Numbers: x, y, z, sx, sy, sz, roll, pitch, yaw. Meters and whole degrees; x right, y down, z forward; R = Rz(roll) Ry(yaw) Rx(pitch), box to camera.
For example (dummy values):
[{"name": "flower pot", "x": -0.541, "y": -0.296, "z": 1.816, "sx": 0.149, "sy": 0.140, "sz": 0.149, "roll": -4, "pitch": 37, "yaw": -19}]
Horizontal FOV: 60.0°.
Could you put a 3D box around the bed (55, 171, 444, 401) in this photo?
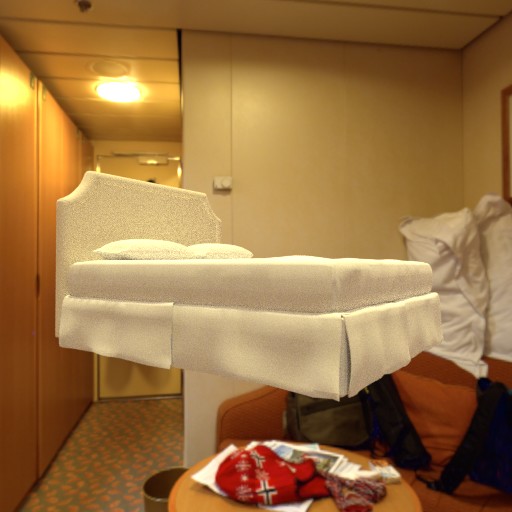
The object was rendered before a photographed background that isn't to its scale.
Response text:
[{"name": "bed", "x": 0.000, "y": 0.000, "z": 4.007, "sx": 2.773, "sy": 1.590, "sz": 2.350, "roll": -1, "pitch": -1, "yaw": 35}]
